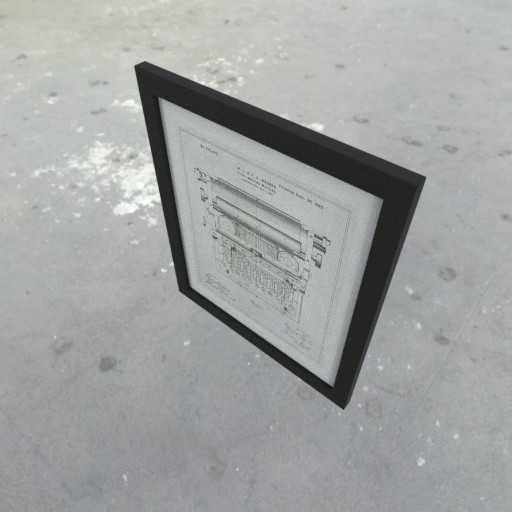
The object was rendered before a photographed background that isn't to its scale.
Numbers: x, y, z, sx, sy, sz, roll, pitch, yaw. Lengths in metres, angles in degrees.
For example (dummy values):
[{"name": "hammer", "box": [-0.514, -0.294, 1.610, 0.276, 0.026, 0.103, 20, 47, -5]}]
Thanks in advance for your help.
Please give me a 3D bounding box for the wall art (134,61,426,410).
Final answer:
[{"name": "wall art", "box": [0.000, 0.000, 0.721, 0.432, 0.508, 0.021, 31, 54, 26]}]
